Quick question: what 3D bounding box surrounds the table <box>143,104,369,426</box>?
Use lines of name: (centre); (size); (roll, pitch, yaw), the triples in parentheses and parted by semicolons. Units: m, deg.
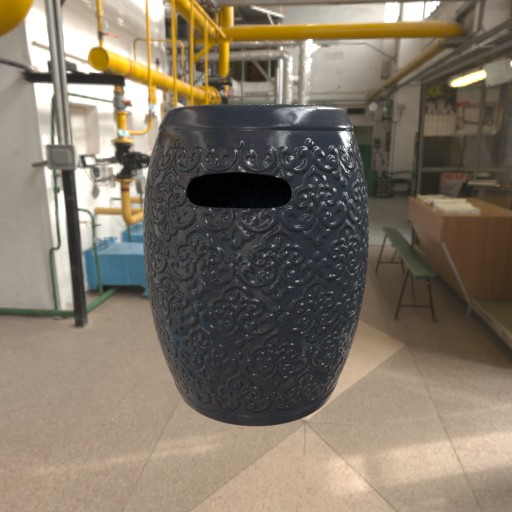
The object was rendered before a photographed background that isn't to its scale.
table: (0.000, 0.000, 0.631); (0.309, 0.397, 0.309); (0, 15, 0)
